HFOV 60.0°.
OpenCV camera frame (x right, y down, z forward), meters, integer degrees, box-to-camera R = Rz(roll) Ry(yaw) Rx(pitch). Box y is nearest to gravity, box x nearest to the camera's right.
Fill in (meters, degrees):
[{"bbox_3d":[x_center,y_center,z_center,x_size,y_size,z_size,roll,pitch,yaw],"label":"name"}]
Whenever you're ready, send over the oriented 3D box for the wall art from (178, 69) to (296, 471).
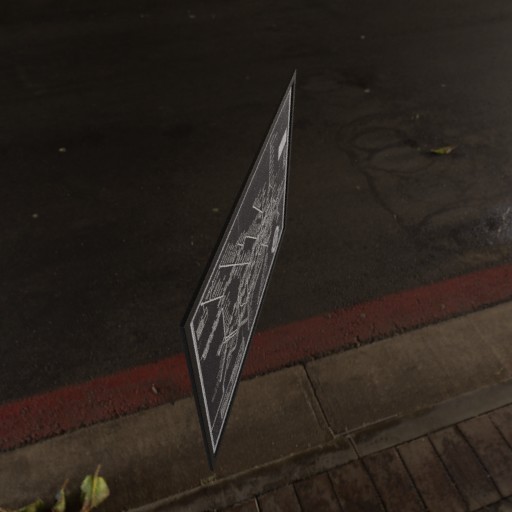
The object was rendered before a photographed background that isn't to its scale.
[{"bbox_3d":[0.000,0.000,1.545,0.013,0.811,1.192,10,47,10],"label":"wall art"}]
